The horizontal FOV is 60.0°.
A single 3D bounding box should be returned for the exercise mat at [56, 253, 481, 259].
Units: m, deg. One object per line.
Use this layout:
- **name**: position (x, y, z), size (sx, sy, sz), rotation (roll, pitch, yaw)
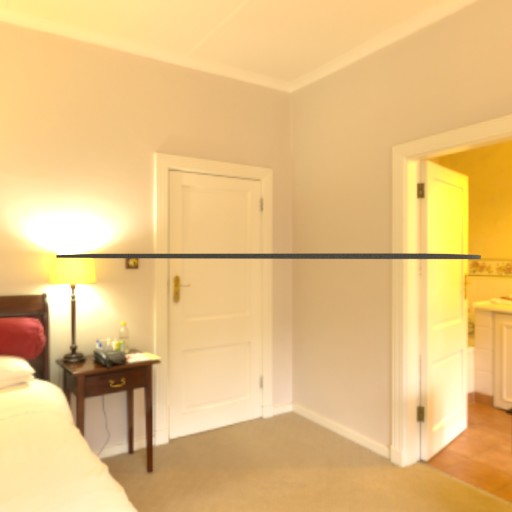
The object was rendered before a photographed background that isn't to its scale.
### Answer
- **exercise mat**: position (0.000, 0.000, 2.123), size (1.869, 0.021, 0.616), rotation (0, 0, 18)
